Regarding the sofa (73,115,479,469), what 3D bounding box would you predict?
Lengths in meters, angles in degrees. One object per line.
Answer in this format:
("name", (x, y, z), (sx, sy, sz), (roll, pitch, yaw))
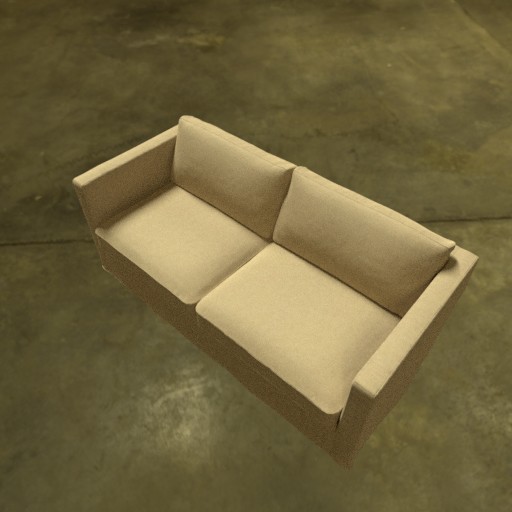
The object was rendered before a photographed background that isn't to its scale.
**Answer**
("sofa", (0.000, 0.000, 2.433), (1.959, 0.835, 0.962), (33, 54, 27))
